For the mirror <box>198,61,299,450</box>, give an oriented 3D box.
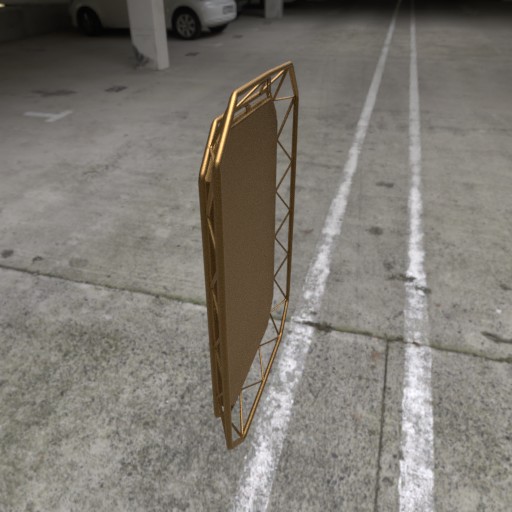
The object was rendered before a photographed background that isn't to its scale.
[{"bbox_3d":[0.000,0.000,0.726,0.042,0.566,0.417,8,31,14],"label":"mirror"}]
